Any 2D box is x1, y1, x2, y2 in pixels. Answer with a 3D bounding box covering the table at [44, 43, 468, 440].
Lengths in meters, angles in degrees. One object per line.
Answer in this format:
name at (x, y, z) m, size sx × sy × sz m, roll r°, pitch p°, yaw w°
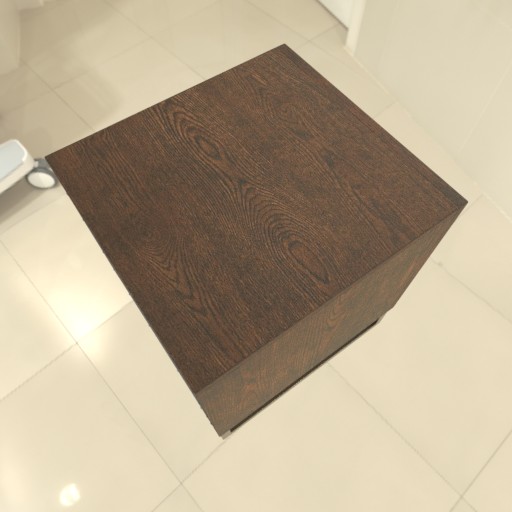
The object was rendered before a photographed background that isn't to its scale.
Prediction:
table at (0.000, 0.000, 1.022) m, size 0.566 × 0.582 × 0.506 m, roll -32°, pitch 66°, yaw -16°
